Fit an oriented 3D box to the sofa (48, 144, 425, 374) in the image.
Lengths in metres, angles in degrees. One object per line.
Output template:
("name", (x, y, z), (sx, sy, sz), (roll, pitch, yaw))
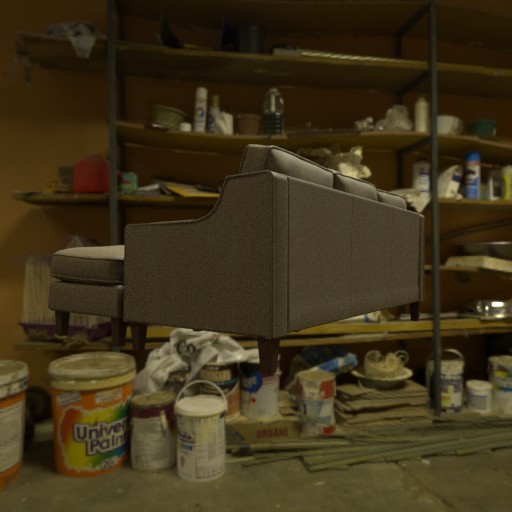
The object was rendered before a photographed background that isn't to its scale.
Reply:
("sofa", (0.000, 0.000, 3.363), (1.858, 1.081, 2.317), (0, -1, 36))
